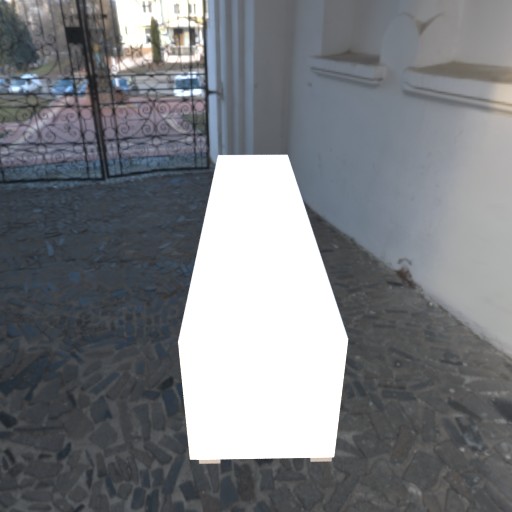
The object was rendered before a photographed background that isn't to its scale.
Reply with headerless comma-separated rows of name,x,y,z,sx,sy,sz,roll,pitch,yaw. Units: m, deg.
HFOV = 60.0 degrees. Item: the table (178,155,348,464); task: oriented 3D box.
table,0.000,0.000,1.844,0.390,0.420,1.650,-1,27,-1
